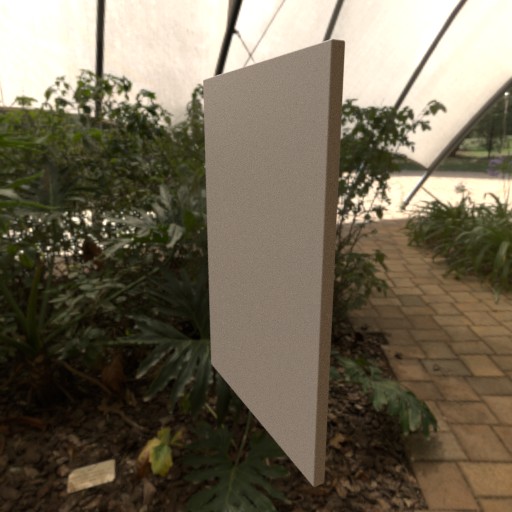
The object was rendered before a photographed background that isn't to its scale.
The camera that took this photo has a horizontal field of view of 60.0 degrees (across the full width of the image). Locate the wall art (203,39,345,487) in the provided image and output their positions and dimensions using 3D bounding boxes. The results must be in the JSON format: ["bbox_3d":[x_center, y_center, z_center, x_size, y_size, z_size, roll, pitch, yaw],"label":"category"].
[{"bbox_3d":[0.000,0.000,1.016,0.026,0.813,0.556,-7,17,-26],"label":"wall art"}]
